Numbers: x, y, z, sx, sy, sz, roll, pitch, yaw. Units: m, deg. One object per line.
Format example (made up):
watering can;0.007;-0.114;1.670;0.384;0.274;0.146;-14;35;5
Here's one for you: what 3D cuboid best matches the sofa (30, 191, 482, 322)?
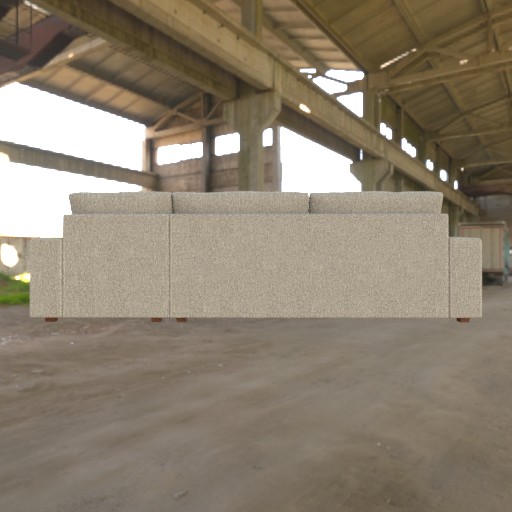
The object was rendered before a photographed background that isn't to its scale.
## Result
sofa;0.000;0.000;3.497;2.718;0.813;1.689;0;0;0
